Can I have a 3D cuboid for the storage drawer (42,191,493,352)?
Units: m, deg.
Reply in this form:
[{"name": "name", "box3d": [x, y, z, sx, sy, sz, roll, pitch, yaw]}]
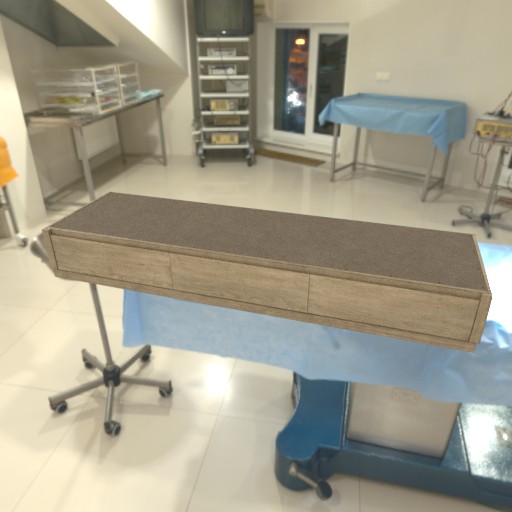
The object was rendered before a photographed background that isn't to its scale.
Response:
[{"name": "storage drawer", "box3d": [0.000, 0.000, 2.267, 2.072, 0.274, 0.591, 8, 29, 15]}]
